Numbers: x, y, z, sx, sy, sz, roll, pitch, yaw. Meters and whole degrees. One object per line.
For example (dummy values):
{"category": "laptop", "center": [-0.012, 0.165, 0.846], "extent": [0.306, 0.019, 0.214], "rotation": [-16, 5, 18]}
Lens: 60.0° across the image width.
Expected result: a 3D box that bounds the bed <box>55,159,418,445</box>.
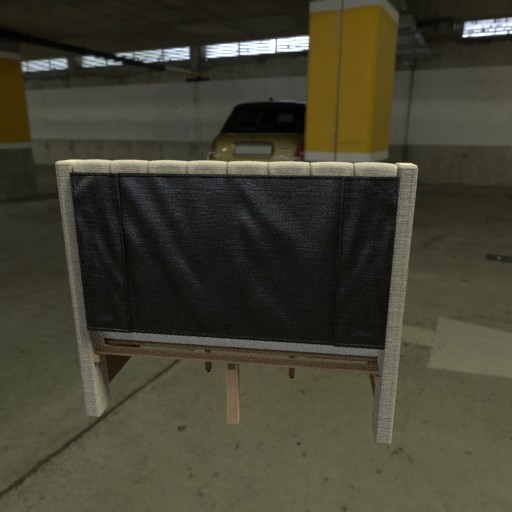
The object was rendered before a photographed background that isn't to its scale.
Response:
{"category": "bed", "center": [0.000, 0.000, 3.794], "extent": [2.044, 1.748, 2.372], "rotation": [2, 16, 8]}
